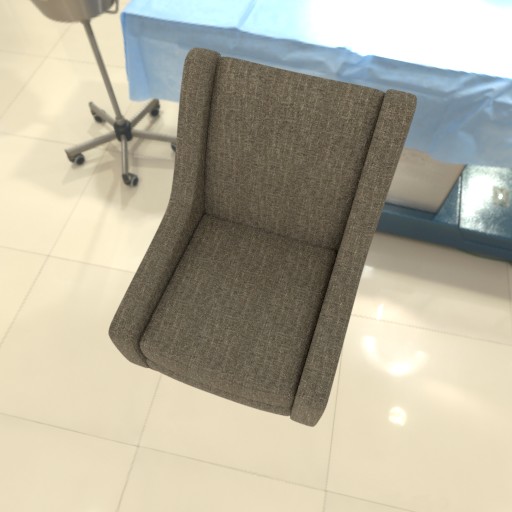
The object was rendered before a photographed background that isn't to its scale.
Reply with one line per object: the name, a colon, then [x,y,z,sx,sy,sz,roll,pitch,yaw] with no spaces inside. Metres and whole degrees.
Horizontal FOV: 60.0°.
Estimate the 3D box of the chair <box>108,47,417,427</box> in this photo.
chair: [0.000,0.000,1.673,0.793,1.012,0.944,16,60,10]
